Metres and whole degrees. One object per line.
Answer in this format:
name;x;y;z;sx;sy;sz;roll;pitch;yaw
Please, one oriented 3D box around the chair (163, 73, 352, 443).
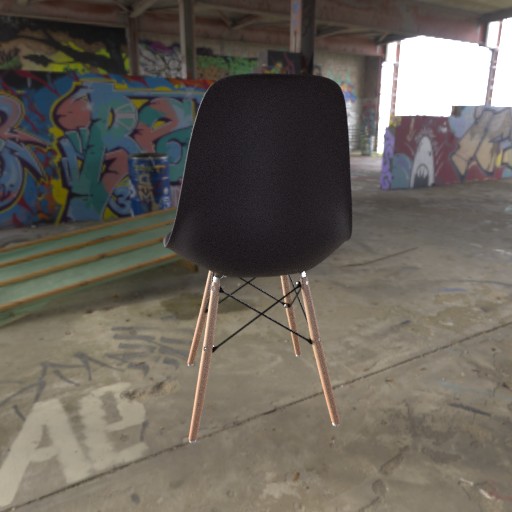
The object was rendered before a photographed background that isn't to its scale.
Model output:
chair;0.000;0.000;1.147;0.470;0.825;0.533;-3;17;-9
